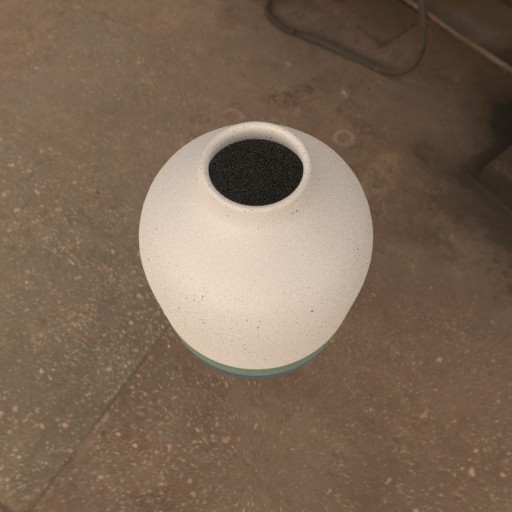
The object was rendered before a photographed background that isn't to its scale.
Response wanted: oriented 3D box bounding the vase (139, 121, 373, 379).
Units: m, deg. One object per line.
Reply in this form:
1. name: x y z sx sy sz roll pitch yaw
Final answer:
1. vase: 0.000 0.000 0.358 0.169 0.240 0.169 0 64 0
